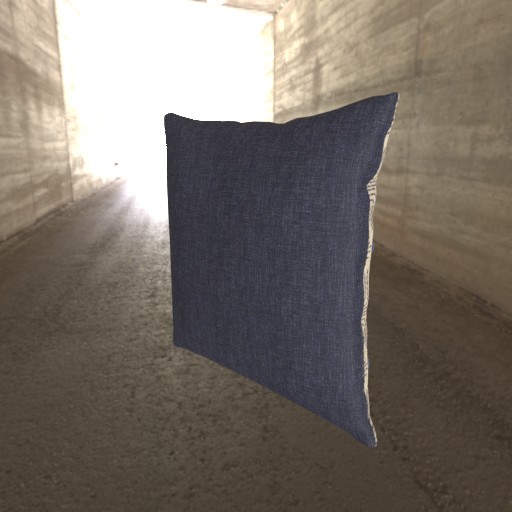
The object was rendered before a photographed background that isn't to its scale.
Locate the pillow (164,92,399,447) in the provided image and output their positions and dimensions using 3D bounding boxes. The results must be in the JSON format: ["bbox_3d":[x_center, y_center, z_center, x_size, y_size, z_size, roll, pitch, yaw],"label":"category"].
[{"bbox_3d":[0.000,0.000,0.784,0.510,0.510,0.145,13,19,43],"label":"pillow"}]
